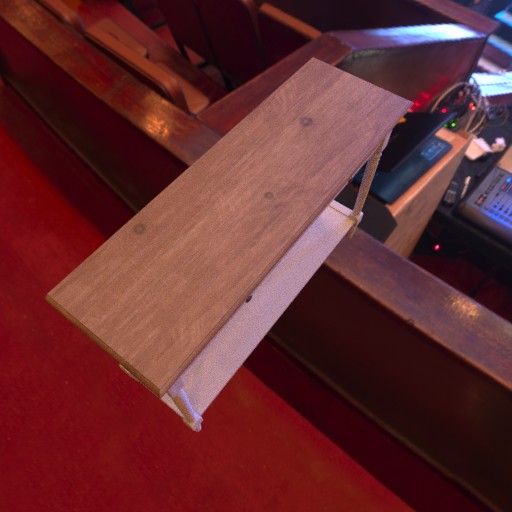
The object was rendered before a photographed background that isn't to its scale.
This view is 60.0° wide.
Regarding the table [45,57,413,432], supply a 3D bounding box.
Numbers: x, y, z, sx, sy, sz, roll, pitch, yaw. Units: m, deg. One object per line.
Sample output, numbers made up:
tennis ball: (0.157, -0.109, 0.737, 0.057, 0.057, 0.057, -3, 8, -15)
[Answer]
table: (0.000, 0.000, 1.630, 0.399, 0.800, 1.219, 33, 64, 18)
